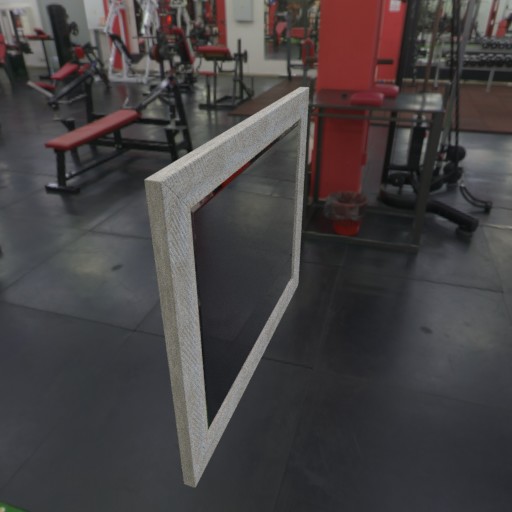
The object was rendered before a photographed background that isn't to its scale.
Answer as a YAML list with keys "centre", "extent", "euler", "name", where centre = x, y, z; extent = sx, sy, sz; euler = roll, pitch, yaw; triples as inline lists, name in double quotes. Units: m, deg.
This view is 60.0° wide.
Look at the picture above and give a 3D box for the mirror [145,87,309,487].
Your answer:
- centre: [0.000, 0.000, 1.122]
  extent: [0.028, 0.689, 0.839]
  euler: [10, 31, 17]
  name: "mirror"
